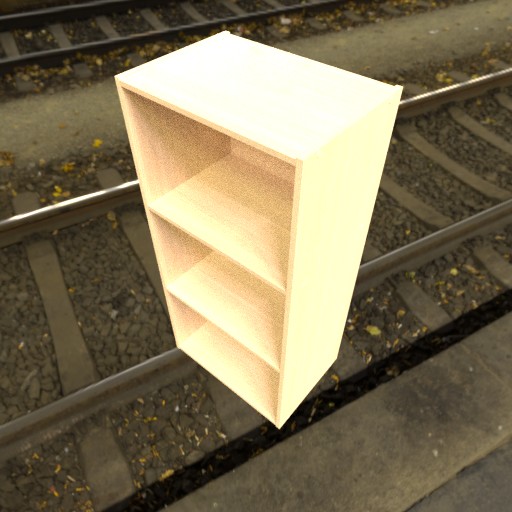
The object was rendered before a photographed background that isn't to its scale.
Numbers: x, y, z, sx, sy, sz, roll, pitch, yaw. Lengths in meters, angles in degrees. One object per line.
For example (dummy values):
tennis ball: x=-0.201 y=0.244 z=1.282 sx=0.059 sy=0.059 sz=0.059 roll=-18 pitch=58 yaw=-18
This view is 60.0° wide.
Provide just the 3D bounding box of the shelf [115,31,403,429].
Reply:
shelf: x=0.000 y=0.000 z=1.090 sx=0.417 sy=0.876 sz=0.292 roll=31 pitch=53 yaw=27
